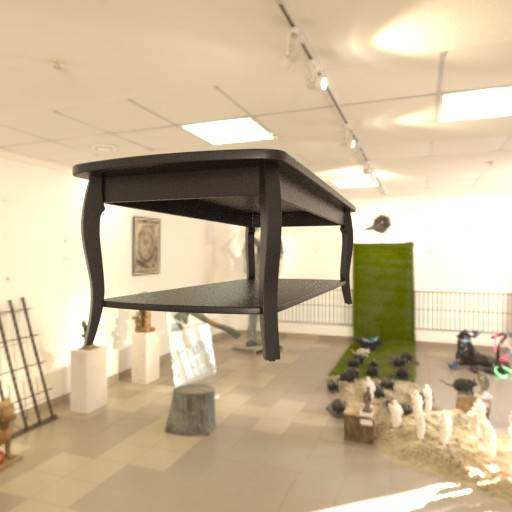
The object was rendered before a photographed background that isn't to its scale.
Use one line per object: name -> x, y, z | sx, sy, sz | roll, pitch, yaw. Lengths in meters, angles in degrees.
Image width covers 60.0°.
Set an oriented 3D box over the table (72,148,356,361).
table -> 0.000, 0.000, 1.612 | 0.571, 0.457, 1.333 | 0, 0, 20
